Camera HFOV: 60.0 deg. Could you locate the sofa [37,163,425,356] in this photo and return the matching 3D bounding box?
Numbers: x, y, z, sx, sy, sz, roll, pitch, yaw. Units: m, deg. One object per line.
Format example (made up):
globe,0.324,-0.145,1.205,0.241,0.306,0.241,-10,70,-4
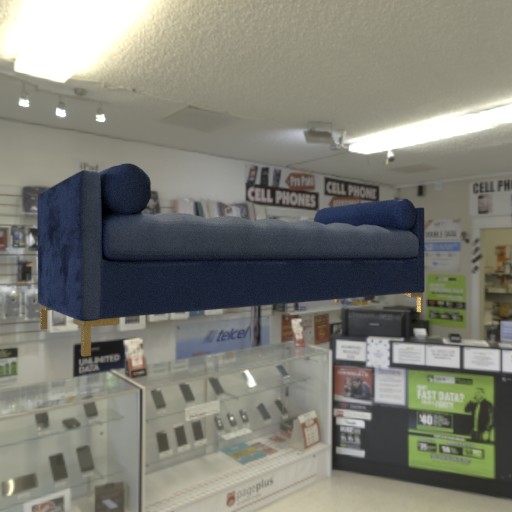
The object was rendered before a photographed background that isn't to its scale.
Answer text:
sofa,0.000,0.000,2.459,2.102,0.705,0.796,0,0,-37
